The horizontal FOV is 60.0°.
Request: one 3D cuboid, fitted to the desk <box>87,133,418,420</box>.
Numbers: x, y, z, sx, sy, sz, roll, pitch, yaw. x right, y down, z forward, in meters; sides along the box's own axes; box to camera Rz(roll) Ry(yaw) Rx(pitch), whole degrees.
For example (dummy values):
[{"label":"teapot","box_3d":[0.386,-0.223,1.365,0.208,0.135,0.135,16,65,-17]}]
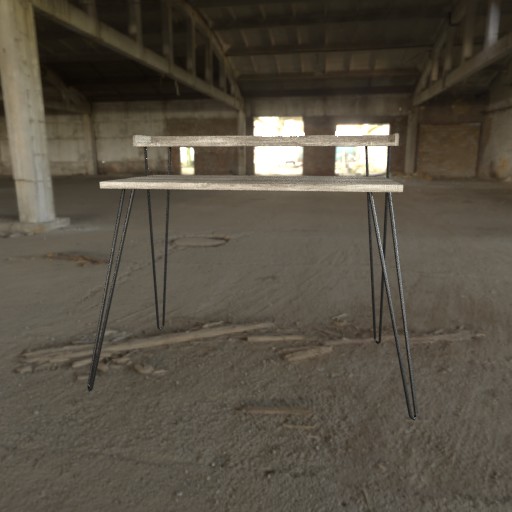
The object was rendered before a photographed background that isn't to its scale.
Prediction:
[{"label":"desk","box_3d":[0.000,0.000,1.676,1.135,0.899,0.605,2,13,9]}]
